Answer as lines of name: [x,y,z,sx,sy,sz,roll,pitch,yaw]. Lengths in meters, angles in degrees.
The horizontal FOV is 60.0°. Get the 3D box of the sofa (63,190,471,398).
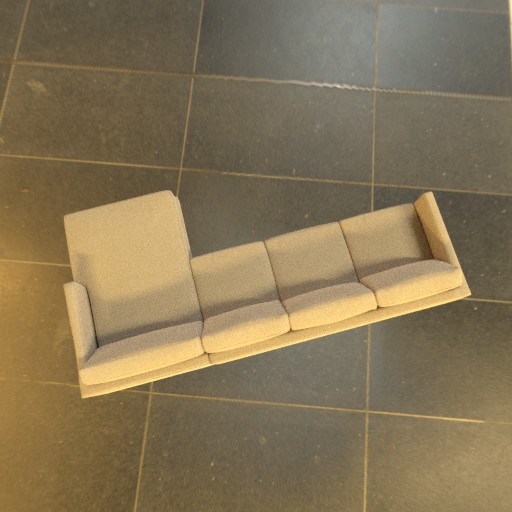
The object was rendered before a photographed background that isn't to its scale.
sofa: [0.000,0.000,3.886,3.186,0.861,1.625,-14,77,-3]
